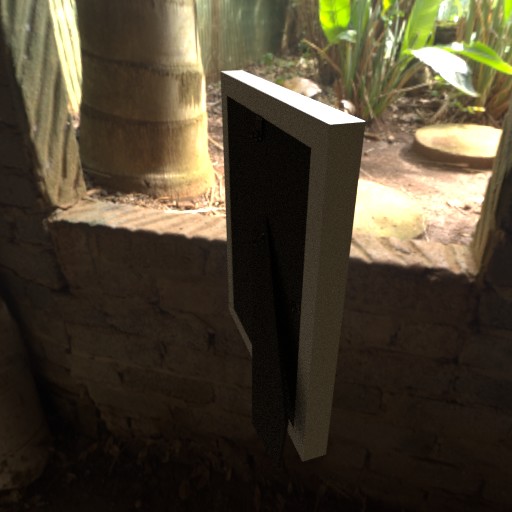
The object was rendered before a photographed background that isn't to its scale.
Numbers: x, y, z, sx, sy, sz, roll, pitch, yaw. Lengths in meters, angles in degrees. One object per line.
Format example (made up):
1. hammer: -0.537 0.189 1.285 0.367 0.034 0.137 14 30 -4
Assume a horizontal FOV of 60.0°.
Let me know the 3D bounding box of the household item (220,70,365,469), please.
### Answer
1. household item: 0.000 0.000 0.353 0.045 0.250 0.200 -10 31 -16
